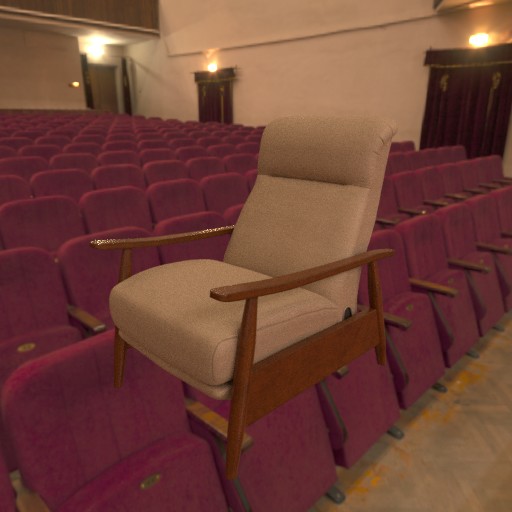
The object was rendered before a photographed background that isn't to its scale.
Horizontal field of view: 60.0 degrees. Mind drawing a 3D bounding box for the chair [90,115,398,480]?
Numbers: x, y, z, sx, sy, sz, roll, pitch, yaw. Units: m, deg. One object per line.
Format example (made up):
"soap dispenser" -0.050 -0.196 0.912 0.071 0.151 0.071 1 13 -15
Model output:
"chair" 0.000 0.000 1.786 0.762 1.082 1.030 16 24 42
